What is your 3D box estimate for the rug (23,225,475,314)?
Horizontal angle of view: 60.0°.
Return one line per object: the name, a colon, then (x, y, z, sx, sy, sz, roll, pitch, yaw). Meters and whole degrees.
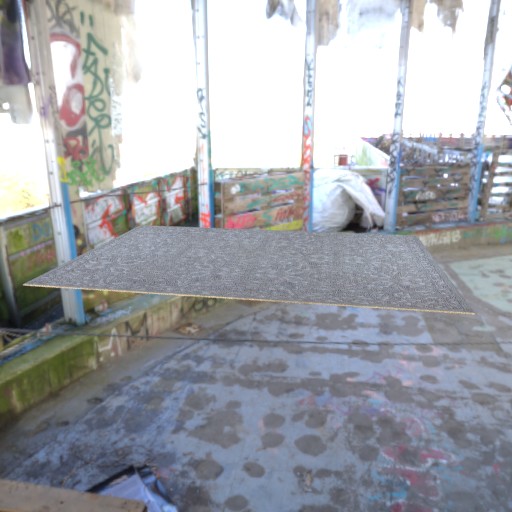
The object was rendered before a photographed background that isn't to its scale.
rug: (0.000, 0.000, 2.339, 1.827, 0.006, 1.221, 3, 16, 9)
